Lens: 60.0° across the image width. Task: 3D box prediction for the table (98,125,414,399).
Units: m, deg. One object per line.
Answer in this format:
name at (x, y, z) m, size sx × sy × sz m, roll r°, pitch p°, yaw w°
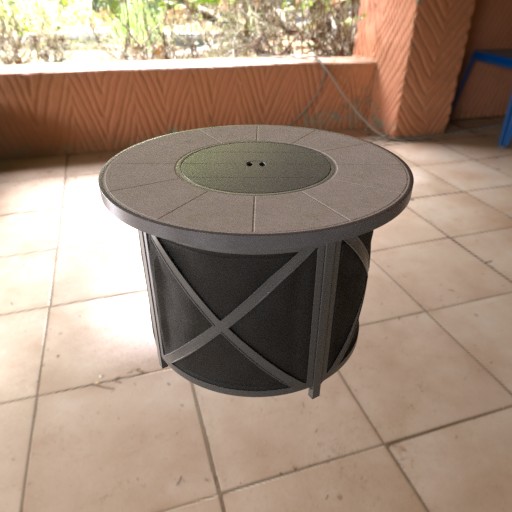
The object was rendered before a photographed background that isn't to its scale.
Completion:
table at (0.000, 0.000, 1.510) m, size 0.914 × 0.650 × 0.914 m, roll 0°, pitch 31°, yaw 0°
